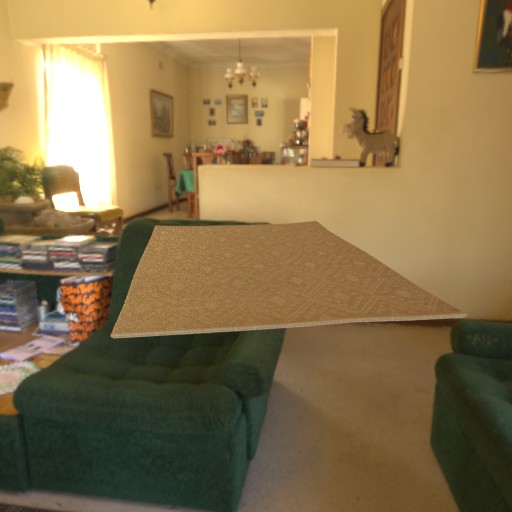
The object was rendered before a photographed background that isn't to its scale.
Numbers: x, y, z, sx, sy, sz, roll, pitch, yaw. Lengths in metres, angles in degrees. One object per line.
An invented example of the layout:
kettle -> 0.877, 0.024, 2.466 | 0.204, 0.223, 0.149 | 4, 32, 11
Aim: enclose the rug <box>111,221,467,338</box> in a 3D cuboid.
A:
rug -> 0.000, 0.000, 3.037 | 1.553, 0.053, 2.430 | -2, 14, -8
